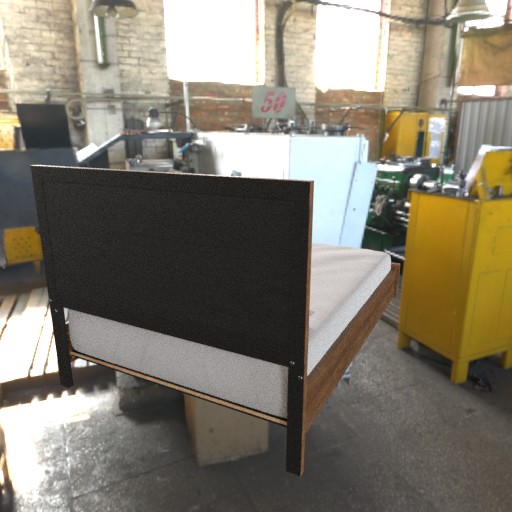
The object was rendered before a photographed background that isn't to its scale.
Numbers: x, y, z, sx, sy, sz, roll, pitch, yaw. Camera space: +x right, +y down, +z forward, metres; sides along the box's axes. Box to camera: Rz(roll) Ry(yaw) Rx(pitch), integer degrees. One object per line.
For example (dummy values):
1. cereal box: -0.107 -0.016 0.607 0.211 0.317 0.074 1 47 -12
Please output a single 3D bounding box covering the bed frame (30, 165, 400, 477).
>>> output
1. bed frame: 0.000 0.000 3.290 1.696 1.417 2.276 8 18 27
